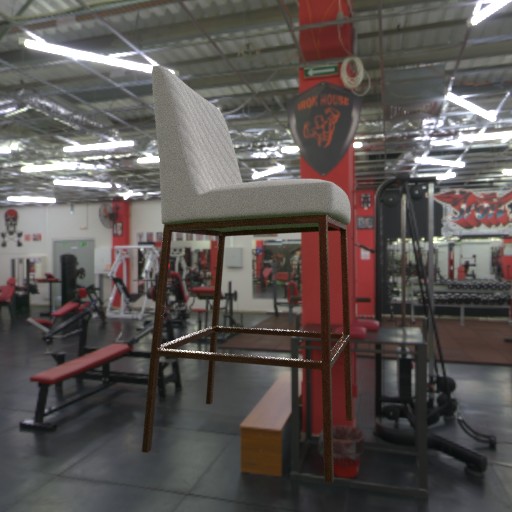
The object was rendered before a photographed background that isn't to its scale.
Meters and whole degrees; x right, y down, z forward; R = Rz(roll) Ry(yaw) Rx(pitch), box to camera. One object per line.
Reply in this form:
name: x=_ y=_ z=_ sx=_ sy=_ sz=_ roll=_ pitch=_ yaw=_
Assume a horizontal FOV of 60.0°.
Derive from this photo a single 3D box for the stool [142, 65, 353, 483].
stool: x=0.000 y=0.000 z=1.349 sx=0.546 sy=1.084 sz=0.462 roll=0 pitch=0 yaw=18
